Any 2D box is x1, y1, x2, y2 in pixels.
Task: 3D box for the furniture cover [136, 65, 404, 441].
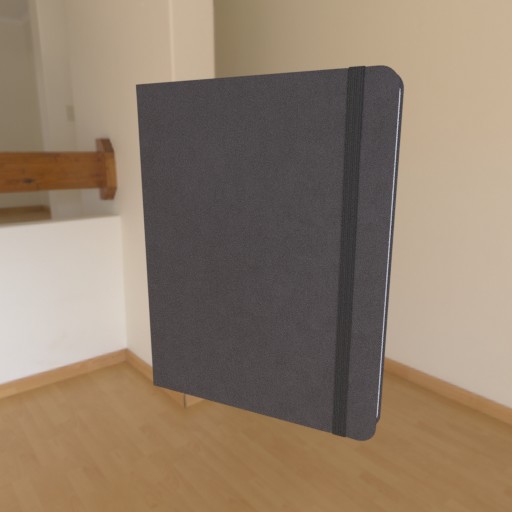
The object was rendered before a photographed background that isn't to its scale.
[{"bbox_3d":[0.000,0.000,0.371,0.216,0.281,0.023,6,15,25],"label":"furniture cover"}]
